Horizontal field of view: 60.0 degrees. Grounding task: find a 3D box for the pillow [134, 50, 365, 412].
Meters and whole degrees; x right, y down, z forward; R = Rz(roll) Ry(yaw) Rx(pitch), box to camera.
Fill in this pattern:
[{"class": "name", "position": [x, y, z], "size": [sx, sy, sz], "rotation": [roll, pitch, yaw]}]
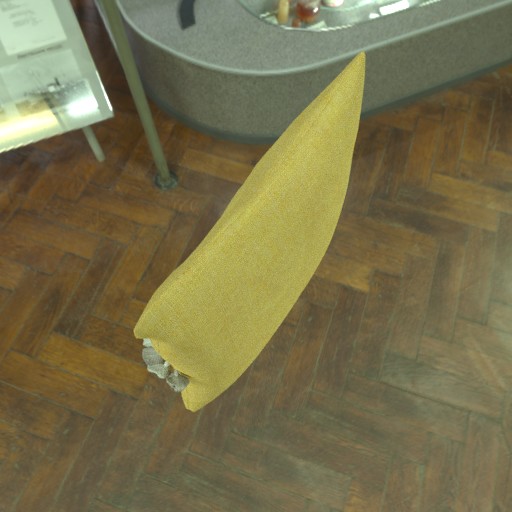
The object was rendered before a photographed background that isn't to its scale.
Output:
[{"class": "pillow", "position": [0.000, 0.000, 0.718], "size": [0.167, 0.481, 0.485], "rotation": [31, 67, 15]}]
